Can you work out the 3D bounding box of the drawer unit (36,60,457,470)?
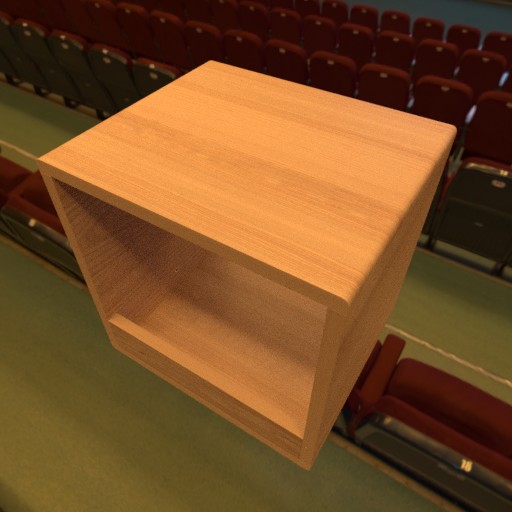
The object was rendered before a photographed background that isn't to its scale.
[{"bbox_3d":[0.000,0.000,0.589,0.344,0.344,0.290,24,50,22],"label":"drawer unit"}]
